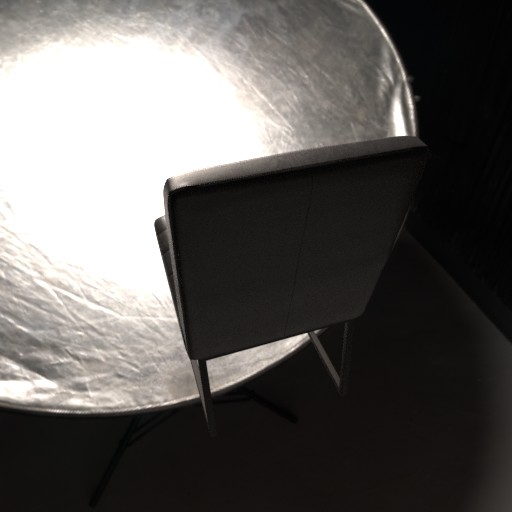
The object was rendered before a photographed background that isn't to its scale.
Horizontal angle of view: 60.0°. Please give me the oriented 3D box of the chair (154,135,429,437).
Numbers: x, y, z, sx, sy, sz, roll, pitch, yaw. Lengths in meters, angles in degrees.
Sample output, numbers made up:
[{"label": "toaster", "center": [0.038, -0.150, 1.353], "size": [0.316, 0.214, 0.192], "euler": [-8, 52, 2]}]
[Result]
[{"label": "chair", "center": [0.000, 0.000, 1.293], "size": [0.520, 0.930, 0.634], "euler": [-12, 43, -14]}]
